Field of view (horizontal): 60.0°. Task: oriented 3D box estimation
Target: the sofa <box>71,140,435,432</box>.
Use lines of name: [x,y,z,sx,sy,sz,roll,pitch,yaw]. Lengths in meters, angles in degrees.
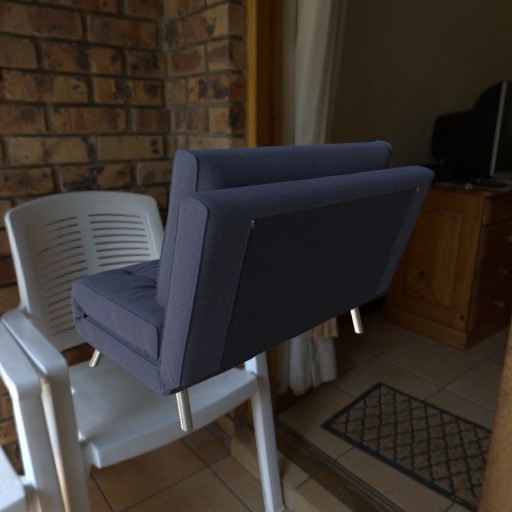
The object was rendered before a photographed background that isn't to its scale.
sofa: [0.000,0.000,1.827,1.220,0.910,0.910,-15,22,-42]
